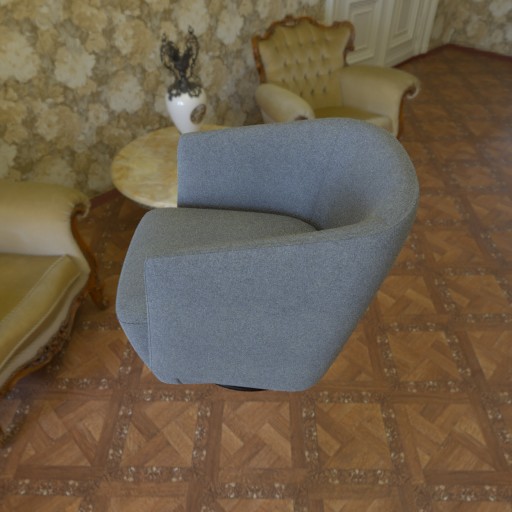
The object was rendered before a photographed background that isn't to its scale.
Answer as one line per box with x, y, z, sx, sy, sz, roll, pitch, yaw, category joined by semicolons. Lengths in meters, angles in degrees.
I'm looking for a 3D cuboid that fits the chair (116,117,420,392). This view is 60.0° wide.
0.000;0.000;1.690;0.986;0.861;0.822;0;40;0;chair
